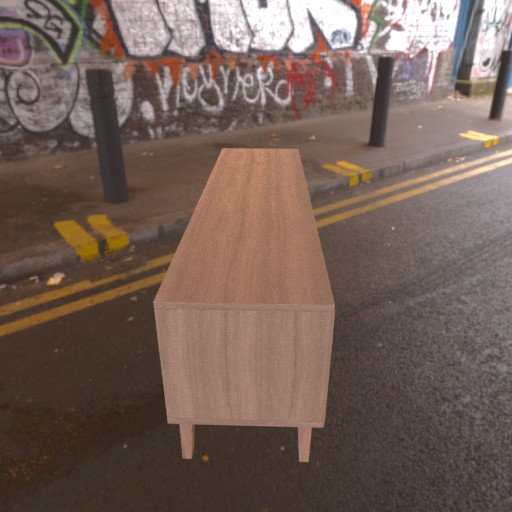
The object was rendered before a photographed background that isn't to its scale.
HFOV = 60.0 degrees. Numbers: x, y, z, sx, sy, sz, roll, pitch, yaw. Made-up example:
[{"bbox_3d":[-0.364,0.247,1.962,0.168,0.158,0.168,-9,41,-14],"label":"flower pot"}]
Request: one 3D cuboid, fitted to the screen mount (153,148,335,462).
[{"bbox_3d":[0.000,0.000,1.748,0.401,0.509,1.500,1,26,2],"label":"screen mount"}]
